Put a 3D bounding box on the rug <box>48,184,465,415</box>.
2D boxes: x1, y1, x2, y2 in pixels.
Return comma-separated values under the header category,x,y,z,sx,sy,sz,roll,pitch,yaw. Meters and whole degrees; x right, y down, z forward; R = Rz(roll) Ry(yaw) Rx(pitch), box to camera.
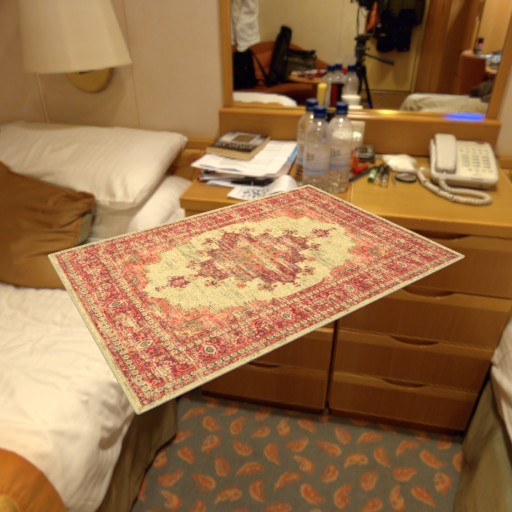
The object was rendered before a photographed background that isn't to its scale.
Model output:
category,x,y,z,sx,sy,sz,roll,pitch,yaw
rug,0.000,0.000,3.714,2.878,0.014,2.005,-19,35,-29
